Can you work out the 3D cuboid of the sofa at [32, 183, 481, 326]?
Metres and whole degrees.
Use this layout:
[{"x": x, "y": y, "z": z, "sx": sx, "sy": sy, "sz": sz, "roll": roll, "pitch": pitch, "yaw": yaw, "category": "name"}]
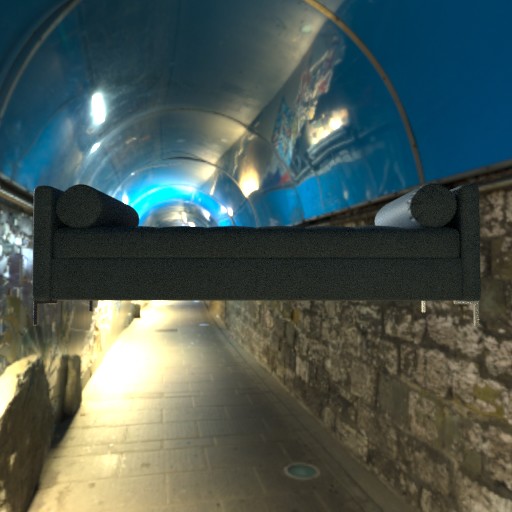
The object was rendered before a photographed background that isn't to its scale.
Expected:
[{"x": 0.000, "y": 0.000, "z": 2.291, "sx": 1.981, "sy": 0.635, "sz": 0.686, "roll": 0, "pitch": -2, "yaw": 1, "category": "sofa"}]
